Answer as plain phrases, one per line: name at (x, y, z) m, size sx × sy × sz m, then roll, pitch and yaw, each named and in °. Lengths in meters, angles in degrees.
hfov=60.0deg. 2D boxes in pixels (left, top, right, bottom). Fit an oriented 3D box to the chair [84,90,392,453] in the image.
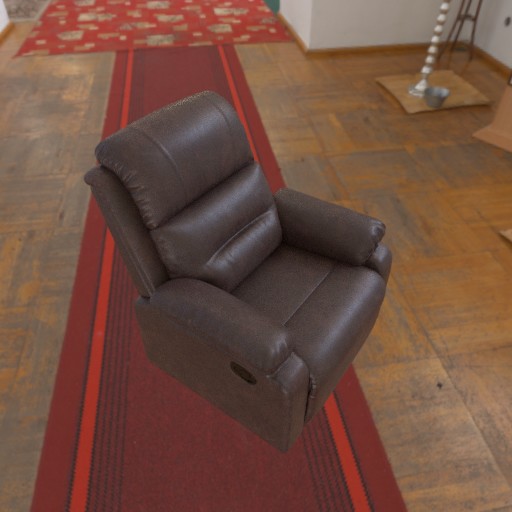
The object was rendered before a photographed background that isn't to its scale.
chair at (0.000, 0.000, 1.700) m, size 0.919 × 0.992 × 0.855 m, roll 25°, pitch 47°, yaw 26°
